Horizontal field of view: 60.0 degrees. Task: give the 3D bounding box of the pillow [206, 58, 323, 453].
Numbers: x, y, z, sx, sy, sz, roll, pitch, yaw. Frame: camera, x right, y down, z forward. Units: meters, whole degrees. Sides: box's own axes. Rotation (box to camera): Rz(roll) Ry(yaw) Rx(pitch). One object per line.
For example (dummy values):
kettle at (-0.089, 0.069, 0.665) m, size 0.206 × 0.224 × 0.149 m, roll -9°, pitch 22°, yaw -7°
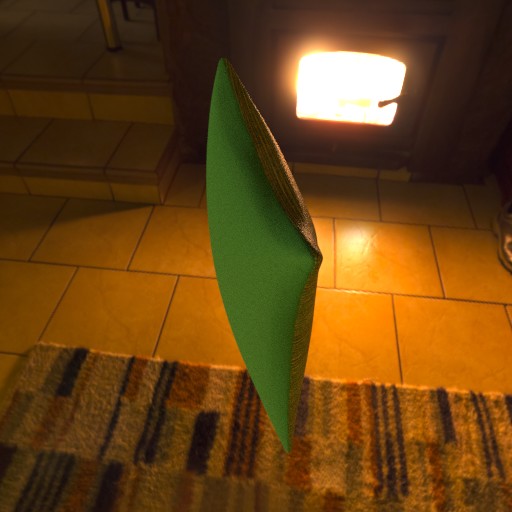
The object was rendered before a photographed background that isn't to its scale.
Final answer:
pillow at (0.000, 0.000, 0.780) m, size 0.150 × 0.497 × 0.514 m, roll -10°, pitch 47°, yaw -9°
